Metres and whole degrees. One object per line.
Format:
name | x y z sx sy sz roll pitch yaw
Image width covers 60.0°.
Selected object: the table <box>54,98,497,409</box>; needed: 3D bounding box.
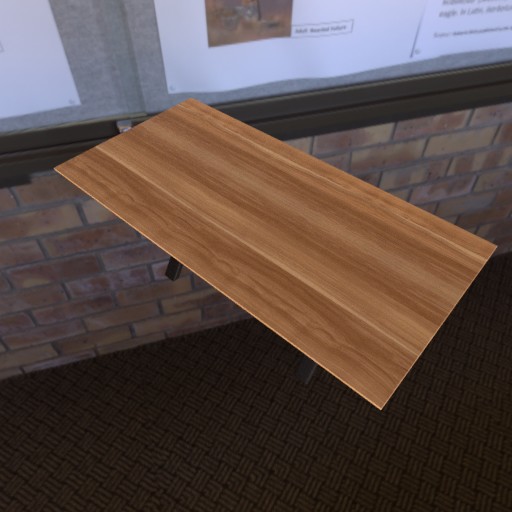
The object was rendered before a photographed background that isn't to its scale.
table | 0.000 0.000 2.460 2.000 0.770 1.000 33 56 26
